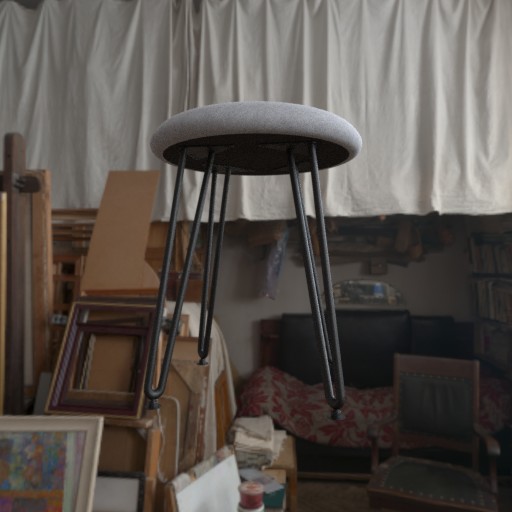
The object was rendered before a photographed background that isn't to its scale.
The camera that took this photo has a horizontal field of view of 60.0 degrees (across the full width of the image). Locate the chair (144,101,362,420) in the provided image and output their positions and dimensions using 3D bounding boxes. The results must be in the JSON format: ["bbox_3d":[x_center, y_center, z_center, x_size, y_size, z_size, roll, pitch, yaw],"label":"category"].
[{"bbox_3d":[0.000,0.000,0.662,0.350,0.386,0.350,0,0,-36],"label":"chair"}]
